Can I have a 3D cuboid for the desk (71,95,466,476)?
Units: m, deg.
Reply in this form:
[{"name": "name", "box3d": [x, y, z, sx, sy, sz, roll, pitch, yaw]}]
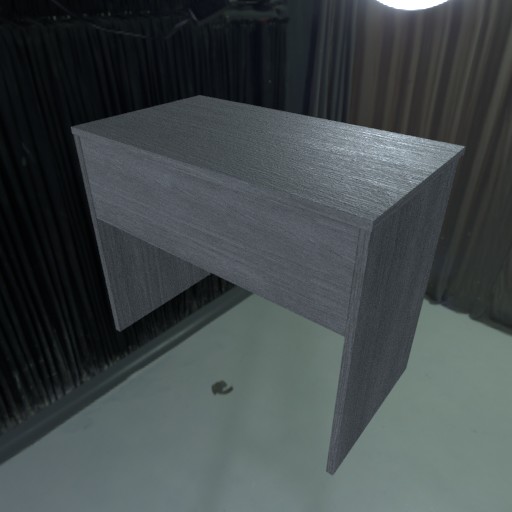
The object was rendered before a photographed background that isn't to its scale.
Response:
[{"name": "desk", "box3d": [0.000, 0.000, 1.327, 0.893, 0.724, 0.498, 23, 39, 32]}]
